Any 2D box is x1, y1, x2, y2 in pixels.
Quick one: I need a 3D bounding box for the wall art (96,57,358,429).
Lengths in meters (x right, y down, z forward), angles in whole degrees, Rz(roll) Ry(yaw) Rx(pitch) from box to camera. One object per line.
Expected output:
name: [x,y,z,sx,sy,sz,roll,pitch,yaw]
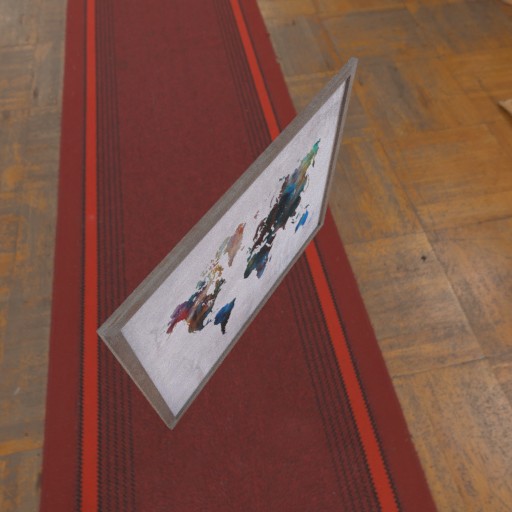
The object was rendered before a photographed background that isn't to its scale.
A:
wall art: [0.000,0.000,1.355,0.019,0.774,1.012,29,62,18]
